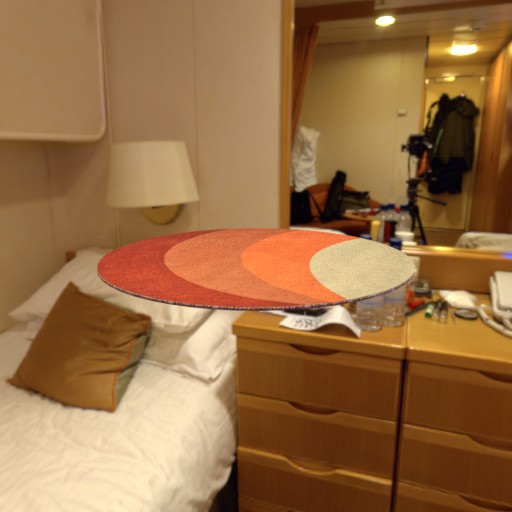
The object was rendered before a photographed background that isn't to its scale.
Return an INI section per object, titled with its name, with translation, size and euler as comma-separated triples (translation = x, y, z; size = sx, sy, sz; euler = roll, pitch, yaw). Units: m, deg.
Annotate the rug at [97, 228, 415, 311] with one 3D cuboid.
[rug]
translation = 0.000, 0.000, 2.228
size = 1.514, 0.015, 1.514
euler = 0, 14, 0
